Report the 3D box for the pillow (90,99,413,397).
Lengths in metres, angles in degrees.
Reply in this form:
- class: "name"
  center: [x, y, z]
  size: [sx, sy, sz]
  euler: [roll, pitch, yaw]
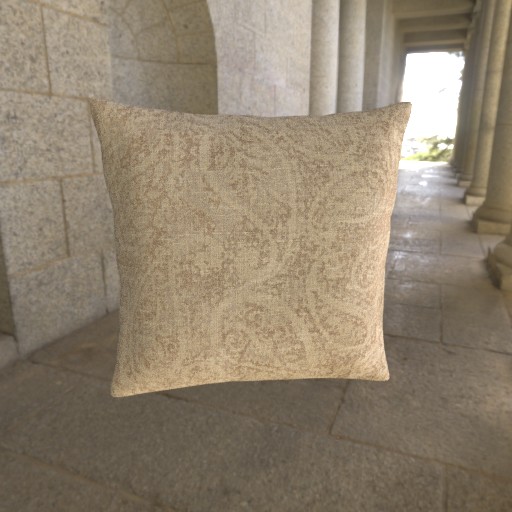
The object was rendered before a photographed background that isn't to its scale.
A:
- class: "pillow"
  center: [0.000, 0.000, 0.764]
  size: [0.523, 0.510, 0.166]
  euler: [-2, 15, -7]
